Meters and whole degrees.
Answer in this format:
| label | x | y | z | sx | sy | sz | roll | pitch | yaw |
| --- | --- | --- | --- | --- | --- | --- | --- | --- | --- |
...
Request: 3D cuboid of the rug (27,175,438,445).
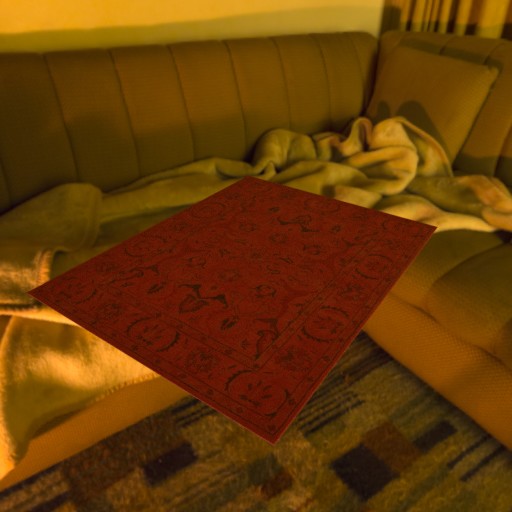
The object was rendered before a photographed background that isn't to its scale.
| label | x | y | z | sx | sy | sz | roll | pitch | yaw |
| --- | --- | --- | --- | --- | --- | --- | --- | --- | --- |
| rug | 0.000 | 0.000 | 3.893 | 2.300 | 0.012 | 2.929 | 21 | 38 | 29 |
